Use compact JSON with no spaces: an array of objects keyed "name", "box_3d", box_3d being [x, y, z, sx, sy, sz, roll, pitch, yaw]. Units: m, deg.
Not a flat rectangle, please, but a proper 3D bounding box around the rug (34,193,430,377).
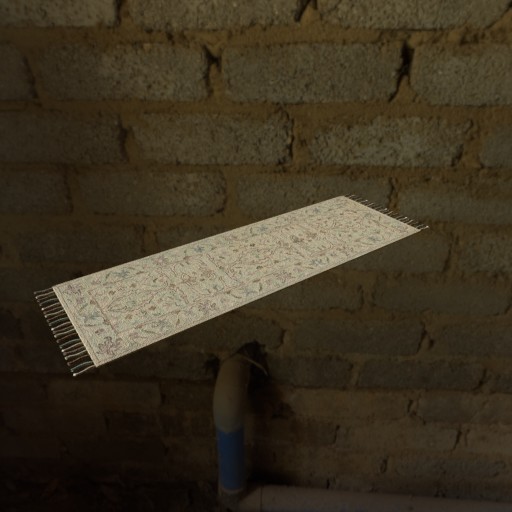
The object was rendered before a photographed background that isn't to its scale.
[{"name":"rug","box_3d":[0.000,0.000,2.762,2.440,0.013,0.769,-20,36,-30]}]
